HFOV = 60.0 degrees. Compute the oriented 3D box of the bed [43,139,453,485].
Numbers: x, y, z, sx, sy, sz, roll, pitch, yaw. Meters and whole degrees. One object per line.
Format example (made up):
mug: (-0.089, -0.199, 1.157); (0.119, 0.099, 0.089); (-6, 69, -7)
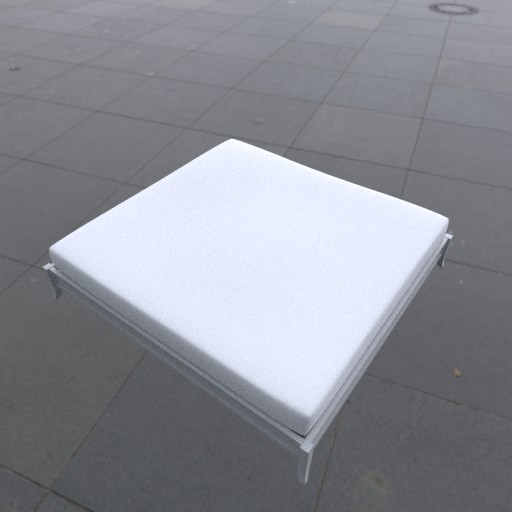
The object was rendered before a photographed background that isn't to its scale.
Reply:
bed: (0.000, 0.000, 3.110); (2.108, 0.510, 2.007); (26, 48, 27)
